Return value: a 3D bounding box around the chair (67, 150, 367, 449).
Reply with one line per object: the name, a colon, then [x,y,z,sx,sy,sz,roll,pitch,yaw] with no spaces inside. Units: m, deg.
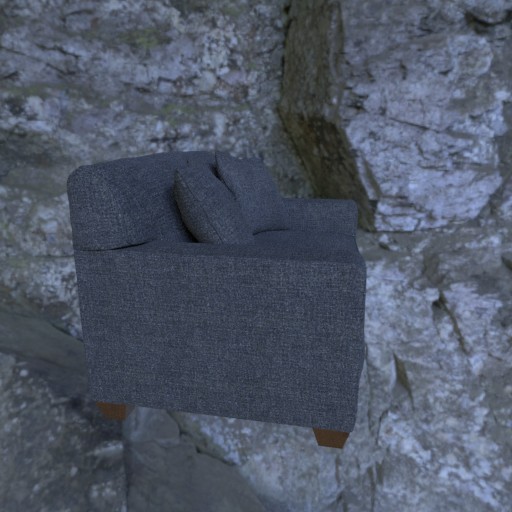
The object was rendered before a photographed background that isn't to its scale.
chair: [0.000,0.000,2.064,1.000,0.948,1.383,3,15,11]
